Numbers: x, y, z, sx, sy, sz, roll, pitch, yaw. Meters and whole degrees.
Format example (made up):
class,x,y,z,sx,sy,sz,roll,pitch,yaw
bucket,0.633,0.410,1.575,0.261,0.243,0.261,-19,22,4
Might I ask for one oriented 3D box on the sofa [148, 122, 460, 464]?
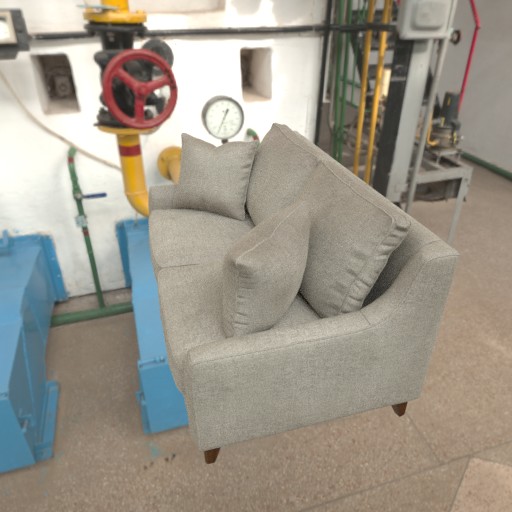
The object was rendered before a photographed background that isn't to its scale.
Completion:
class,x,y,z,sx,sy,sz,roll,pitch,yaw
sofa,0.000,0.000,2.002,0.915,0.863,1.422,-9,32,-14
